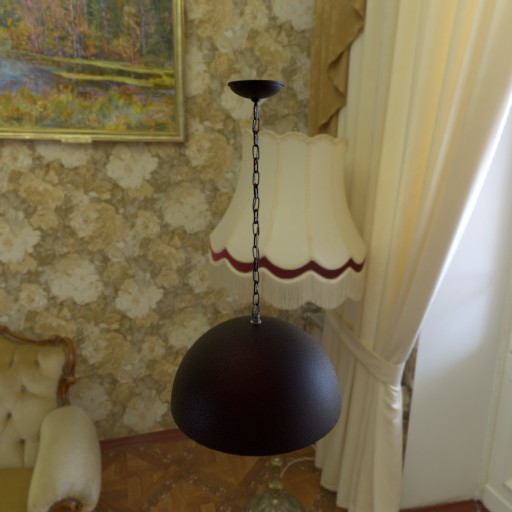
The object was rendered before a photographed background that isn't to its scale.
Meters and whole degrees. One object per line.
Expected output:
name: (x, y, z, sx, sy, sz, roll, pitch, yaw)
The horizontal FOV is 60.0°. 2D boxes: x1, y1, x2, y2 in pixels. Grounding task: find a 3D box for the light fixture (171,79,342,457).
light fixture: (0.000, 0.000, 1.191, 0.492, 0.869, 0.492, 7, 16, 26)
